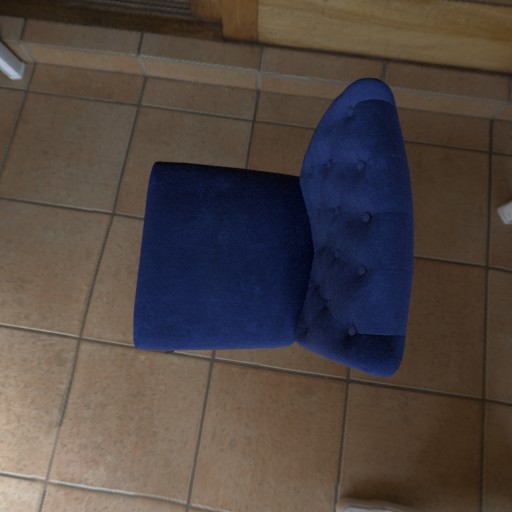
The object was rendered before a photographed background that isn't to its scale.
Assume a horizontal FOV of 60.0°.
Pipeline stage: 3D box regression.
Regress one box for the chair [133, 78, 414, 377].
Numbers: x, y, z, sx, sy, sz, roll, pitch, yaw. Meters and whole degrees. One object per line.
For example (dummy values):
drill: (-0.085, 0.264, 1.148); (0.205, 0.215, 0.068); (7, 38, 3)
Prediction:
chair: (0.000, 0.000, 1.179); (0.606, 0.753, 0.585); (3, 76, 1)
